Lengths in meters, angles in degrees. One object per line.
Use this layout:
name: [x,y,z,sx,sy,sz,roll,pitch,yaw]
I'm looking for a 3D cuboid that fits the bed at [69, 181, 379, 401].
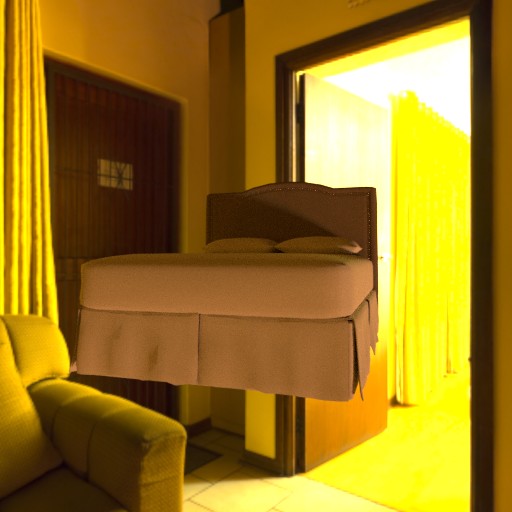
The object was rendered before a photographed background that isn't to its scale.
bed: [0.000,0.000,3.344,1.744,1.441,2.128,0,0,18]
